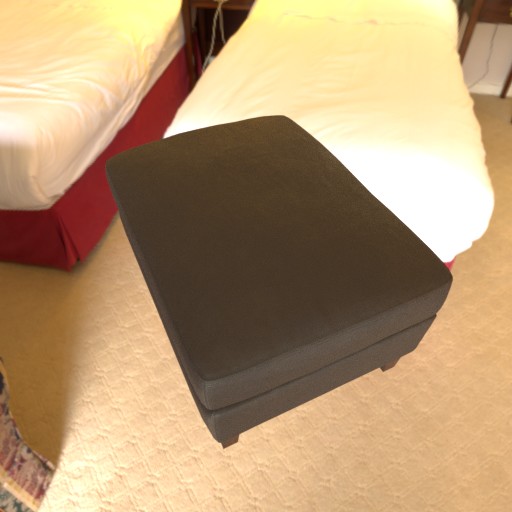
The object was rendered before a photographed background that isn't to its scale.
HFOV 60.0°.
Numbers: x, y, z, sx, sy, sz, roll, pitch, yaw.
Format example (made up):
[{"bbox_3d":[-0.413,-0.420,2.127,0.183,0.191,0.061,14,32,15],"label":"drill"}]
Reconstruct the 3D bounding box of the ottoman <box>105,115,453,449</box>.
[{"bbox_3d":[0.000,0.000,1.324,0.659,0.529,0.887,-19,49,-18],"label":"ottoman"}]
